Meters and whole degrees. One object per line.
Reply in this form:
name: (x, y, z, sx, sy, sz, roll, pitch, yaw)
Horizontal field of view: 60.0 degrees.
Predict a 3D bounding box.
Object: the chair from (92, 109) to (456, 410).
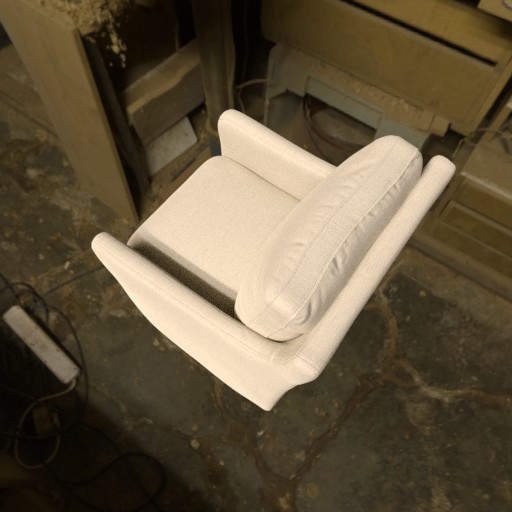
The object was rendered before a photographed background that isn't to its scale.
chair: (0.000, 0.000, 1.324, 0.694, 0.914, 0.626, 34, 68, 15)
